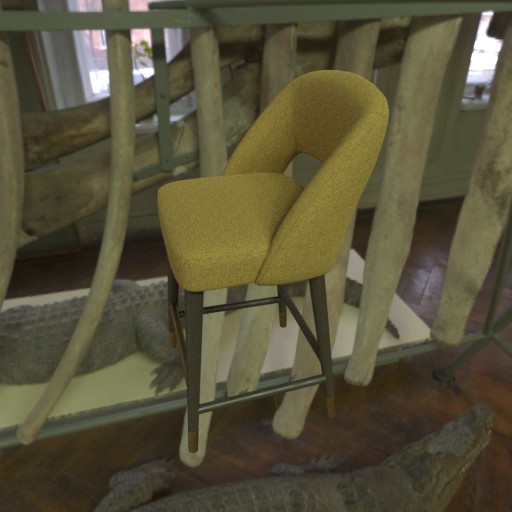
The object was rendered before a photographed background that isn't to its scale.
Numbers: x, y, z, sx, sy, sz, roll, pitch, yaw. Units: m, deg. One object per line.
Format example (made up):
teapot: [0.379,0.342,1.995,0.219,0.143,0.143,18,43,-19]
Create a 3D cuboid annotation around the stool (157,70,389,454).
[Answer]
stool: [0.000,0.000,1.243,0.522,0.939,0.536,-9,32,-14]
